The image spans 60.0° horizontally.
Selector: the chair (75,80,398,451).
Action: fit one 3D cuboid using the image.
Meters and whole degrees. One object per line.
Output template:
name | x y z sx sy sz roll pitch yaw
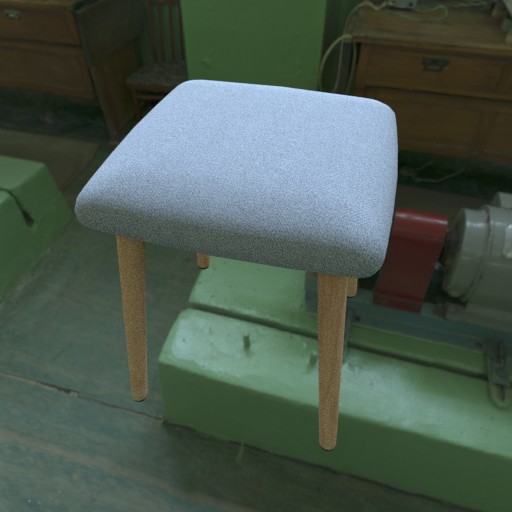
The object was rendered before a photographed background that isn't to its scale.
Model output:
chair | 0.000 0.000 0.685 0.350 0.440 0.350 10 45 11
